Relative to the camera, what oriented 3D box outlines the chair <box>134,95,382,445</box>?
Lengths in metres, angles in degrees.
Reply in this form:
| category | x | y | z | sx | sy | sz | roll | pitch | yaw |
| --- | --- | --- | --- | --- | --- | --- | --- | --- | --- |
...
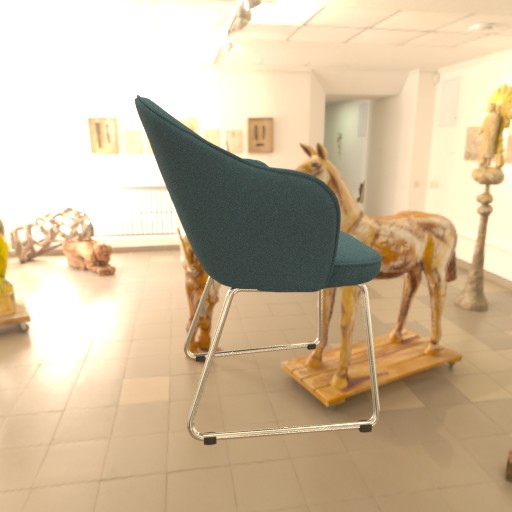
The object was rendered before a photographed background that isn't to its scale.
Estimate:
| category | x | y | z | sx | sy | sz | roll | pitch | yaw |
| --- | --- | --- | --- | --- | --- | --- | --- | --- | --- |
| chair | 0.000 | 0.000 | 1.205 | 0.585 | 0.815 | 0.570 | -3 | 15 | -10 |
